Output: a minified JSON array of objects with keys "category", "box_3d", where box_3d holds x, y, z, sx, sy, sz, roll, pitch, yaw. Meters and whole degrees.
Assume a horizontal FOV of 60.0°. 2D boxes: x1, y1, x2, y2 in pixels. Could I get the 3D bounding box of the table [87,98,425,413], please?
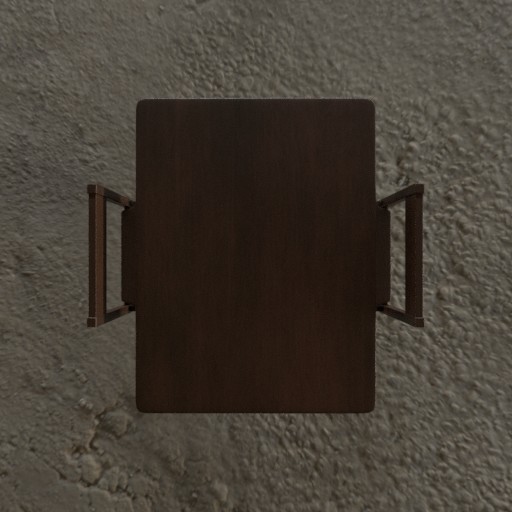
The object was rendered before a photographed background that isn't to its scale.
[{"category":"table","box_3d":[0.000,0.000,1.127,0.672,0.503,0.650,0,90,0]}]
